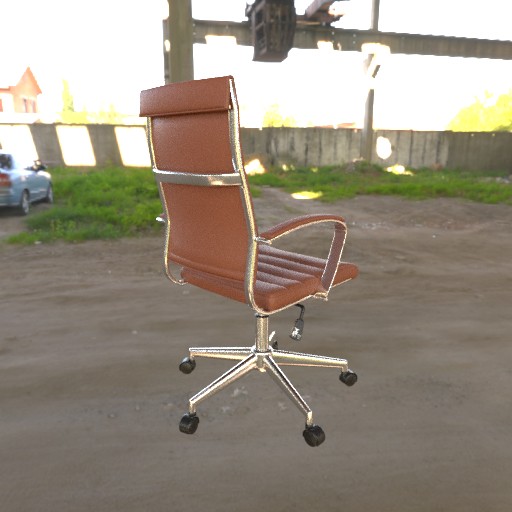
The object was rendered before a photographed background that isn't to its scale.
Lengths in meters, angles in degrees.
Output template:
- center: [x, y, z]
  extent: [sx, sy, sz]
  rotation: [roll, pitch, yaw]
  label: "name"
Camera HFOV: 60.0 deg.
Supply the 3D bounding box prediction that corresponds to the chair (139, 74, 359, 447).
- center: [0.000, 0.000, 1.645]
  extent: [0.739, 1.149, 0.766]
  rotation: [-13, 19, -43]
  label: "chair"
